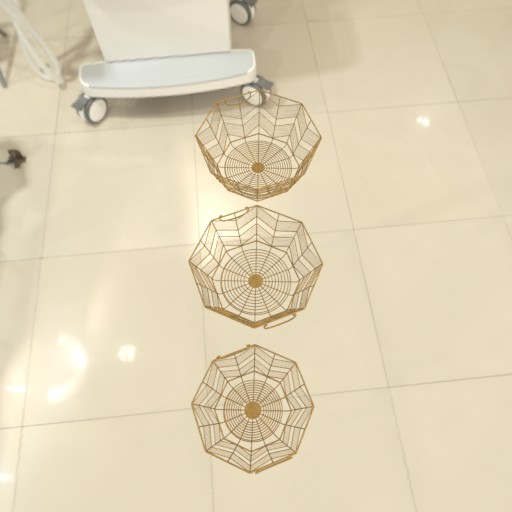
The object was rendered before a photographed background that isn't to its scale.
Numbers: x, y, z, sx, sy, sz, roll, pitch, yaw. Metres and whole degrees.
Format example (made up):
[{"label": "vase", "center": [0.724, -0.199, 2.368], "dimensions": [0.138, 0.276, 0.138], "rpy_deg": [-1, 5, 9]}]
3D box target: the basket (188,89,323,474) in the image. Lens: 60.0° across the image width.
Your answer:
[{"label": "basket", "center": [0.000, 0.000, 1.411], "dimensions": [0.432, 0.178, 1.245], "rpy_deg": [1, 65, 0]}]
